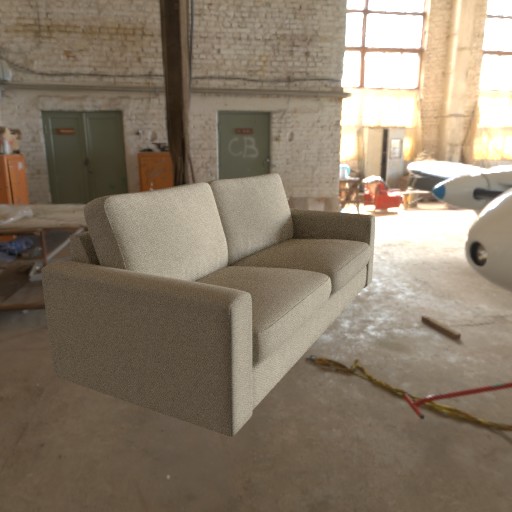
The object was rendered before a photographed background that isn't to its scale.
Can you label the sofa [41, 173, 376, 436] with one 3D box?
[{"bbox_3d":[0.000,0.000,2.684,1.016,0.873,2.179,7,16,27],"label":"sofa"}]
